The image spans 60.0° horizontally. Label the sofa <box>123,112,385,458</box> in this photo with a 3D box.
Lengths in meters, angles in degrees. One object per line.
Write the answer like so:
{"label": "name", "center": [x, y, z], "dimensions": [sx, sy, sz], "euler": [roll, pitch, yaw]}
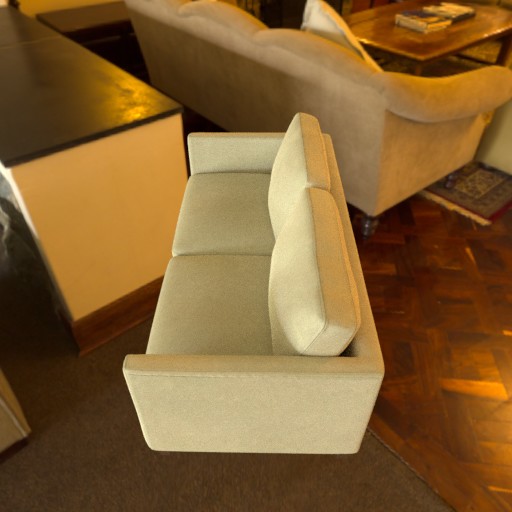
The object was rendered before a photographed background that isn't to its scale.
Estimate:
{"label": "sofa", "center": [0.000, 0.000, 2.380], "dimensions": [0.950, 0.940, 1.846], "euler": [1, 42, 1]}
